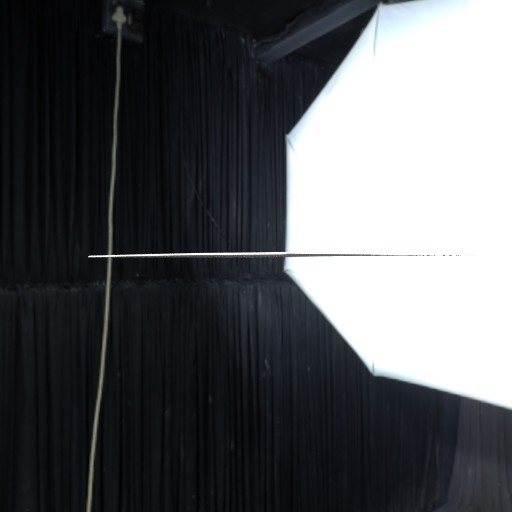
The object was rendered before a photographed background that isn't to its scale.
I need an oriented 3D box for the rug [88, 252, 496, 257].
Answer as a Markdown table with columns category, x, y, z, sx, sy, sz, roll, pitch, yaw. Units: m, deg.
| category | x | y | z | sx | sy | sz | roll | pitch | yaw |
| --- | --- | --- | --- | --- | --- | --- | --- | --- | --- |
| rug | 0.000 | 0.000 | 2.983 | 1.529 | 0.012 | 2.435 | 0 | 0 | -36 |
